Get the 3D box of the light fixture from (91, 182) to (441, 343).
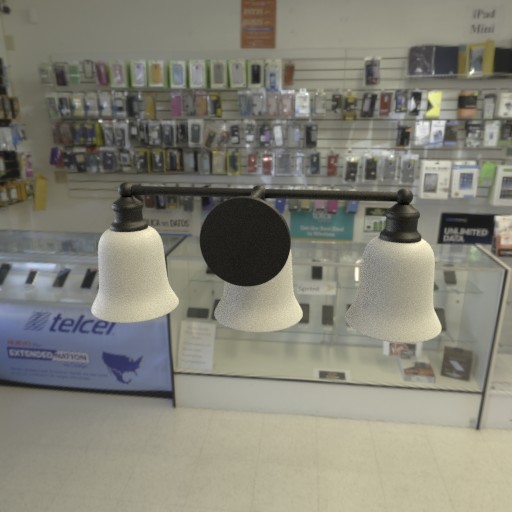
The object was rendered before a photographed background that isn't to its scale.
[{"bbox_3d":[0.000,0.000,0.673,0.570,0.211,0.198,3,17,8],"label":"light fixture"}]
